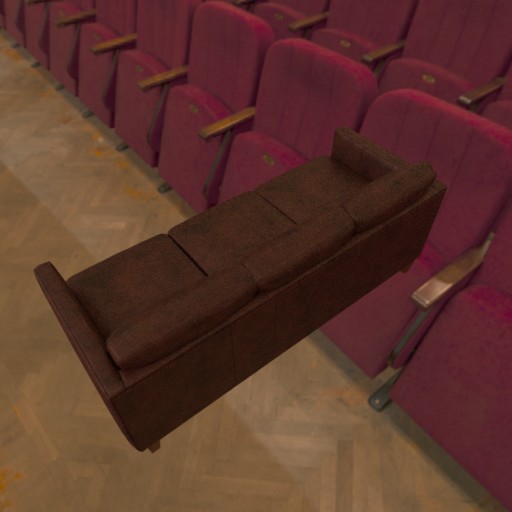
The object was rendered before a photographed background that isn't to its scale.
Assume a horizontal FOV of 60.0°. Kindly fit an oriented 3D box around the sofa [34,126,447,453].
[{"bbox_3d":[0.000,0.000,2.940,2.464,1.006,1.045,-30,54,-25],"label":"sofa"}]
